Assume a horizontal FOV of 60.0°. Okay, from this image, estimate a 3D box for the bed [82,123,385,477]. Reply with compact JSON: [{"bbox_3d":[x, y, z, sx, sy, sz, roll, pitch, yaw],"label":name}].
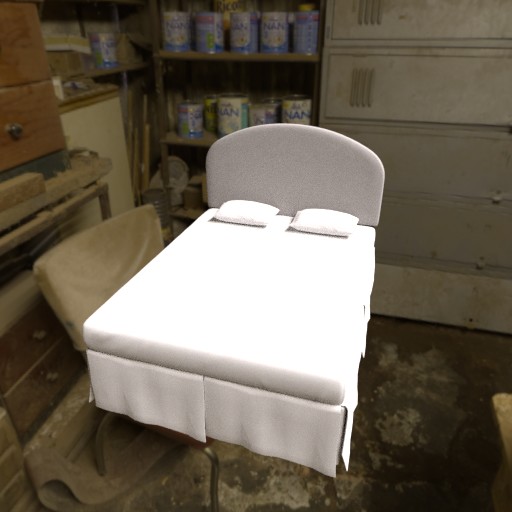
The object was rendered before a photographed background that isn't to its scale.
[{"bbox_3d":[0.000,0.000,3.041,1.607,1.410,2.005,8,29,15],"label":"bed"}]
